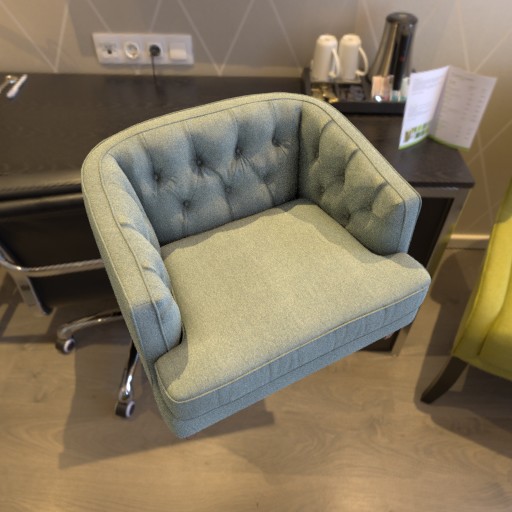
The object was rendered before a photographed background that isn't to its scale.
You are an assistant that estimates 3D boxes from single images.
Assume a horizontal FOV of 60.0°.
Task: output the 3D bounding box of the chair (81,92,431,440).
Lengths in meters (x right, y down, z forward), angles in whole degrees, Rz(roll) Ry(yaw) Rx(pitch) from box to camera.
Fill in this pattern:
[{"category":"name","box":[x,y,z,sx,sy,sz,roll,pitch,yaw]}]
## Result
[{"category":"chair","box":[0.000,0.000,1.749,1.094,0.852,0.945,-21,49,-19]}]
